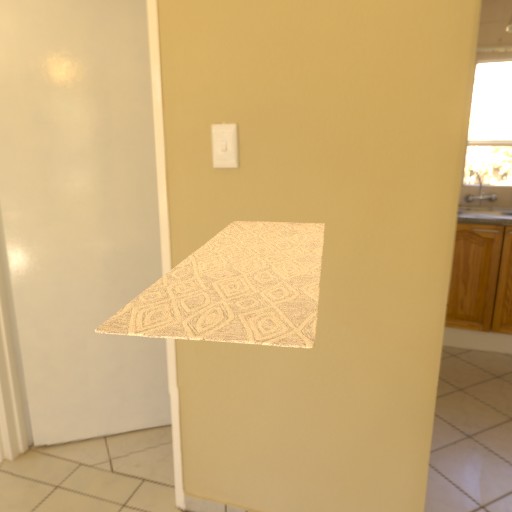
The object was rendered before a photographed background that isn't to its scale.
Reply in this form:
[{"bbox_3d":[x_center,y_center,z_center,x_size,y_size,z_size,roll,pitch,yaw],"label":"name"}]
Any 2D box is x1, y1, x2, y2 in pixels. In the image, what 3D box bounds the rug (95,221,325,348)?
[{"bbox_3d":[0.000,0.000,2.715,0.807,0.013,2.436,2,14,9],"label":"rug"}]
